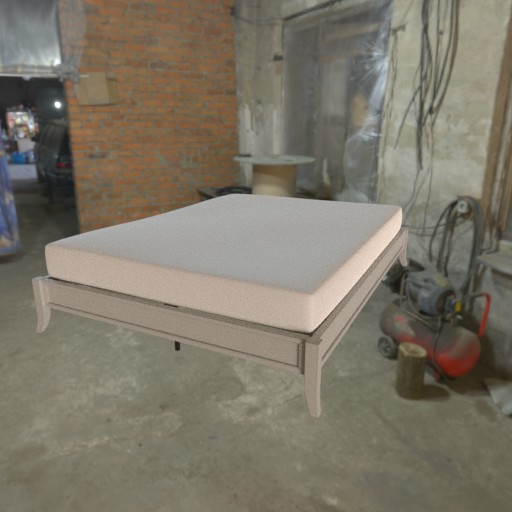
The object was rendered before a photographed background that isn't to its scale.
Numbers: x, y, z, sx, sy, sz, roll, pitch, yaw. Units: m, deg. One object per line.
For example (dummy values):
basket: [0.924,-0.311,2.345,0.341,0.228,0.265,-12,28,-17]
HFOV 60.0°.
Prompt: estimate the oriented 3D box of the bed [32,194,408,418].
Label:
bed: [0.000,0.000,2.872,1.604,0.510,2.108,8,19,26]
